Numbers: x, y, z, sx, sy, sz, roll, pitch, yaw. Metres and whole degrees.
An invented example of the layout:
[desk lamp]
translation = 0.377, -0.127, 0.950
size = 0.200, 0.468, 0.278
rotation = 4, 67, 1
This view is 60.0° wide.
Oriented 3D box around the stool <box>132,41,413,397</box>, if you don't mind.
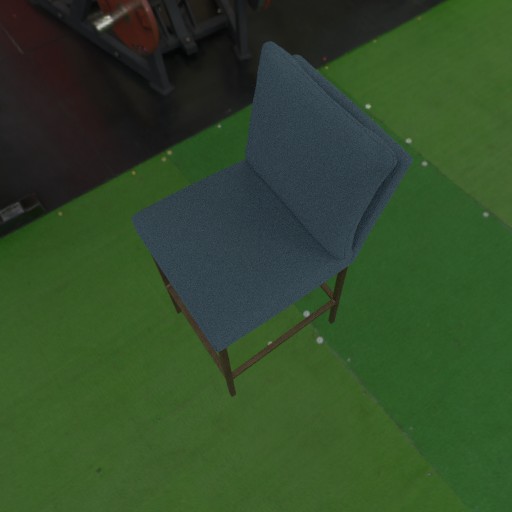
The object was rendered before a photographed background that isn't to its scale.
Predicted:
[stool]
translation = 0.000, 0.000, 1.414
size = 0.568, 1.124, 0.463
rotation = -31, 66, -15
